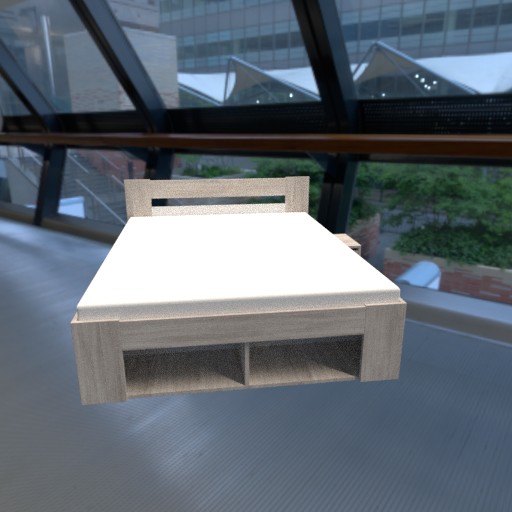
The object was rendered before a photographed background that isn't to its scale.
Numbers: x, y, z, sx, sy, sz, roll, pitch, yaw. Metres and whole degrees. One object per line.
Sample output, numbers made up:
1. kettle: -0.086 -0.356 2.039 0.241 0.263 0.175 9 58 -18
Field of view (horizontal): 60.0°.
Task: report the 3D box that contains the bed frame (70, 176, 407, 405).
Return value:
1. bed frame: 0.000 0.000 3.180 2.040 0.860 2.050 -2 17 -8
